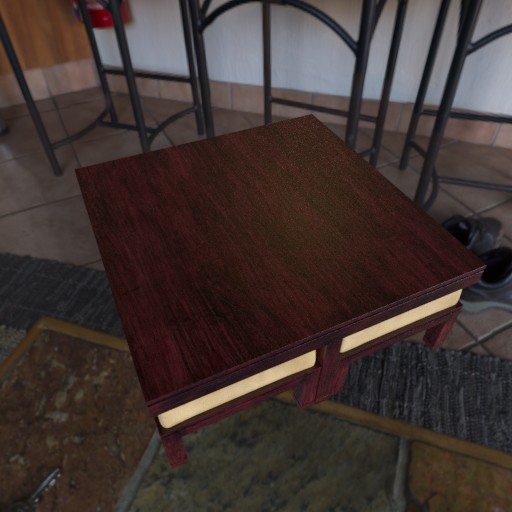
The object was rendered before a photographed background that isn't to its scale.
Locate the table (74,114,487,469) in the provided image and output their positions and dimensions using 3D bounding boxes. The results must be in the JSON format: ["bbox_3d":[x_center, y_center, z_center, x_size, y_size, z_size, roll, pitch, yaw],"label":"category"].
[{"bbox_3d":[0.000,0.000,1.377,0.865,0.356,0.865,-18,48,-17],"label":"table"}]
